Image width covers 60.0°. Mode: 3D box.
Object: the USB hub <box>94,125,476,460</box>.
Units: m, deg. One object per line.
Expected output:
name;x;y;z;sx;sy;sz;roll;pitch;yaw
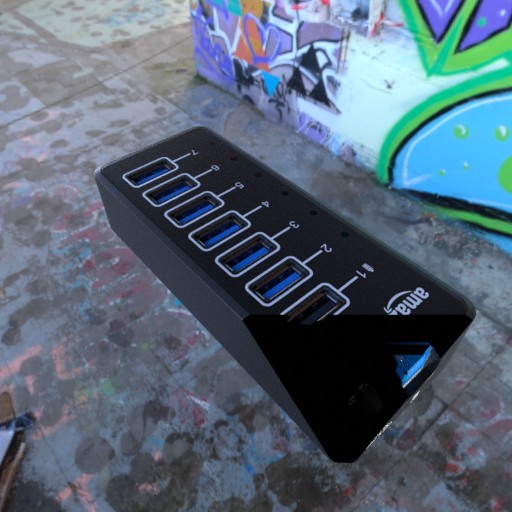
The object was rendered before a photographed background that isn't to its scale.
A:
USB hub;0.000;0.000;0.128;0.044;0.023;0.110;-32;54;-27
